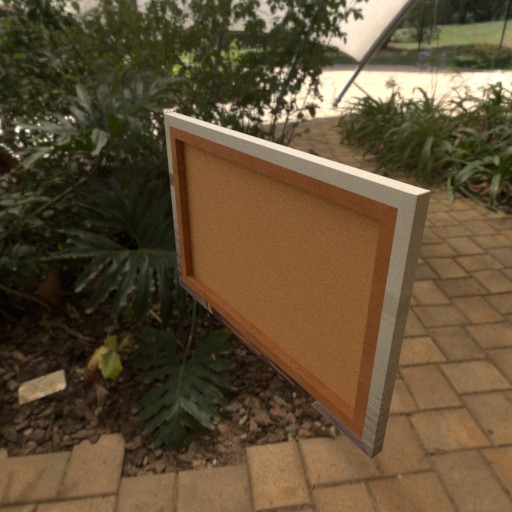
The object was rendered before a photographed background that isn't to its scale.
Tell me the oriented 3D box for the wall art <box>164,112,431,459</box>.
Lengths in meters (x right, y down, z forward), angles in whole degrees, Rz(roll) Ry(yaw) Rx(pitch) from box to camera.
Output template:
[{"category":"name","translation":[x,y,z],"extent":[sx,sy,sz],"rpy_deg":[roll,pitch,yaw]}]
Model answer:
[{"category":"wall art","translation":[0.000,0.000,1.170],"extent":[0.037,0.609,0.916],"rpy_deg":[-18,32,-31]}]
